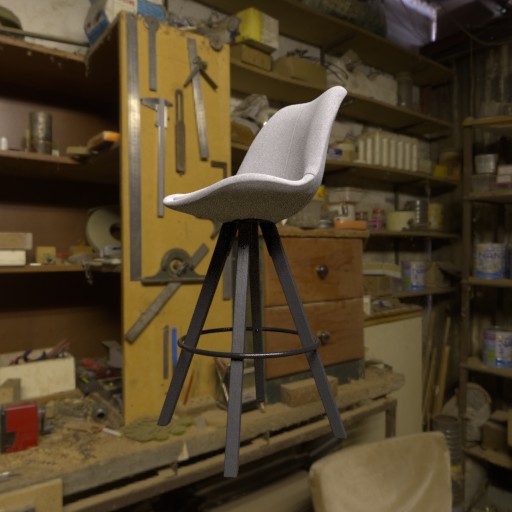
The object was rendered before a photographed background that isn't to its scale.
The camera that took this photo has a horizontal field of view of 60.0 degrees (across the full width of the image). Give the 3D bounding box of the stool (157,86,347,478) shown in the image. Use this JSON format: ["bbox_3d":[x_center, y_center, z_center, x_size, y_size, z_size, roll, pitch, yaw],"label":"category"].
[{"bbox_3d":[0.000,0.000,1.426,0.550,1.115,0.485,0,0,-36],"label":"stool"}]
